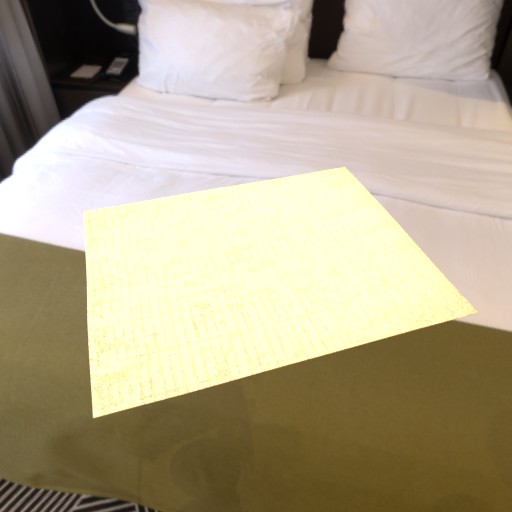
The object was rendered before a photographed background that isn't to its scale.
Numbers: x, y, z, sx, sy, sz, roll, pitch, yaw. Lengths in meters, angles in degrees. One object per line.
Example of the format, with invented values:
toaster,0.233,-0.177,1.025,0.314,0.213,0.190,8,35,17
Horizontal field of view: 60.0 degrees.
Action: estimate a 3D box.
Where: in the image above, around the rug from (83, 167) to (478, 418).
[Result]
rug,0.000,0.000,4.159,3.061,0.014,2.447,-12,43,-13
